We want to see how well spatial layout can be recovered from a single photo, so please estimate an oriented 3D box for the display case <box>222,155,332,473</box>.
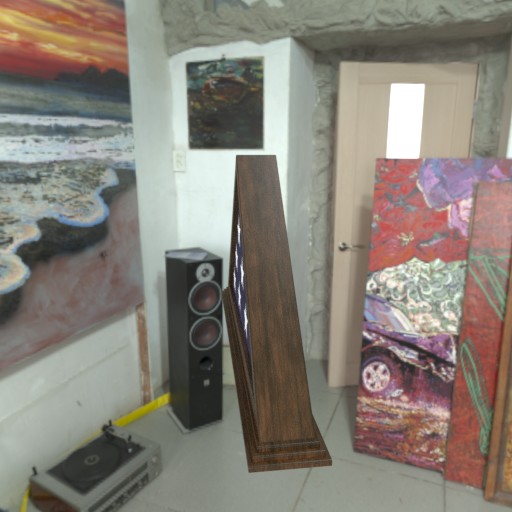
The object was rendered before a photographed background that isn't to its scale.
[{"bbox_3d":[0.000,0.000,0.765,0.095,0.340,0.640,-2,13,-7],"label":"display case"}]
